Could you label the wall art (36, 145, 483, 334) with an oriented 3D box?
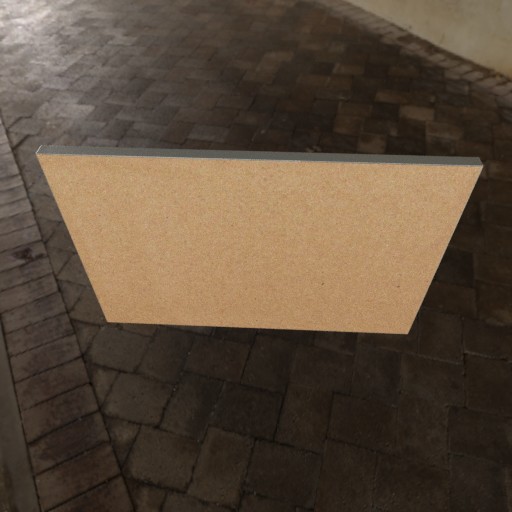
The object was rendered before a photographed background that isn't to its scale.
[{"bbox_3d":[0.000,0.000,0.764,0.615,0.410,0.021,2,47,2],"label":"wall art"}]
